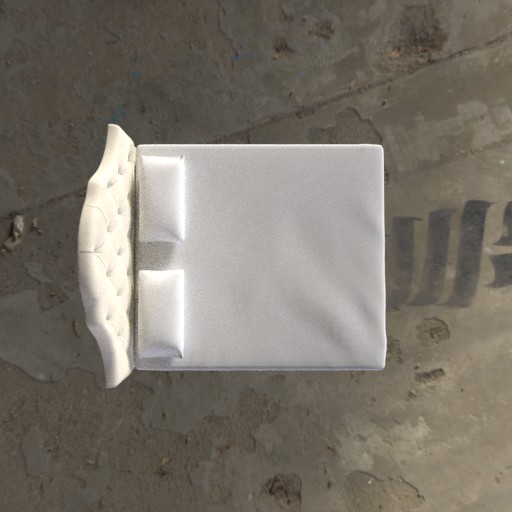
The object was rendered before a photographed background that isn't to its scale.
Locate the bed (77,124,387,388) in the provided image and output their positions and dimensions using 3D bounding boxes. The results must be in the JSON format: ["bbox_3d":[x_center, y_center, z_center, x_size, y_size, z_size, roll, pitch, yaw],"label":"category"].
[{"bbox_3d":[0.000,0.000,3.539,2.214,1.615,2.008,0,88,0],"label":"bed"}]
